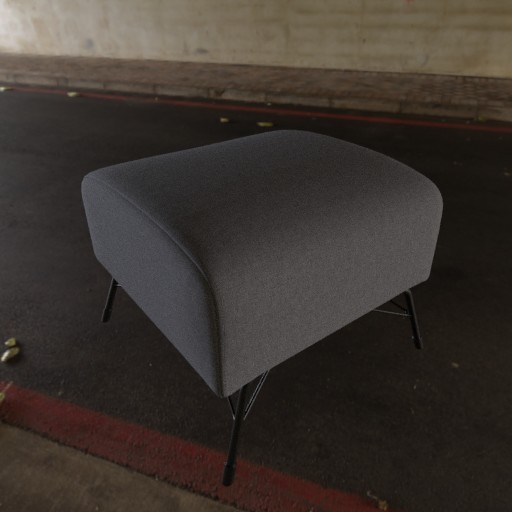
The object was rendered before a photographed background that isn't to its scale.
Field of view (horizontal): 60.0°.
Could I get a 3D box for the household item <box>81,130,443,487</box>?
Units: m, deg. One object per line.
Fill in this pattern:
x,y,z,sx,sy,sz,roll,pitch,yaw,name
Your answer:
0.000,0.000,0.911,0.530,0.410,0.530,-22,37,-32,household item
